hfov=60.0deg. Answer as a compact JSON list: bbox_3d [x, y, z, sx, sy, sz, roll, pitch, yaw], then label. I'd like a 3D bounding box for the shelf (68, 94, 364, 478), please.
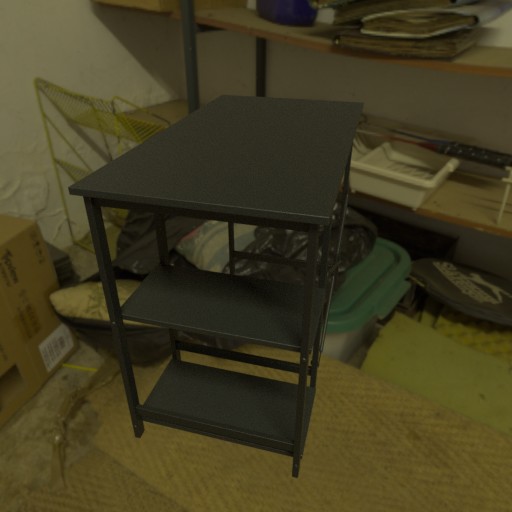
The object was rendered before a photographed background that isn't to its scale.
[{"bbox_3d":[0.000,0.000,1.354,0.498,0.749,0.902,8,32,13],"label":"shelf"}]
